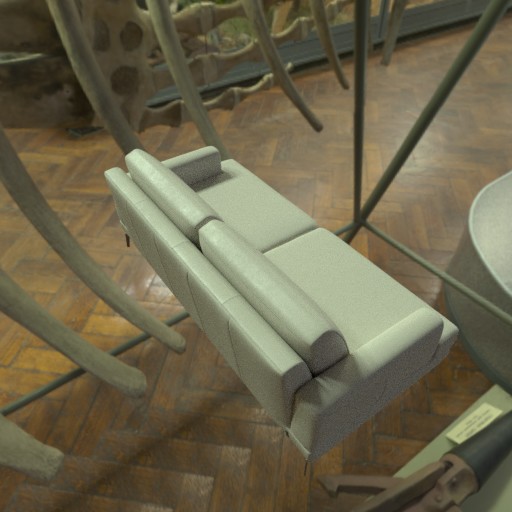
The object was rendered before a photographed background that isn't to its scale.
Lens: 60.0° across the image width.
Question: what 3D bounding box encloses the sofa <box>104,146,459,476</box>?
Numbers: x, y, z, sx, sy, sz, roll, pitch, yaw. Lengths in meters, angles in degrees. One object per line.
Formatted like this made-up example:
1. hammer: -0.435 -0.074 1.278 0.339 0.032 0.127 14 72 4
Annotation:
1. sofa: 0.000 0.000 2.415 0.974 0.765 1.940 -26 48 -26
